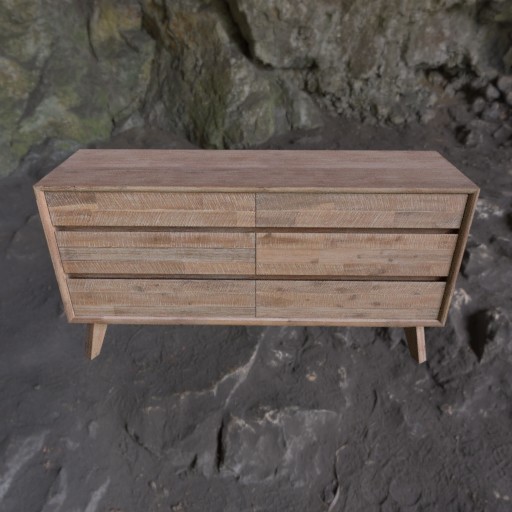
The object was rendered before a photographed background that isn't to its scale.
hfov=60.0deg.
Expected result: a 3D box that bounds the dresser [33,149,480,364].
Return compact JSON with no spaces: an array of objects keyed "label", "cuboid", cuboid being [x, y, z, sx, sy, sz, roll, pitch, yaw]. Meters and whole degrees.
[{"label":"dresser","cuboid":[0.000,0.000,1.932,1.554,0.805,0.455,0,30,1]}]
